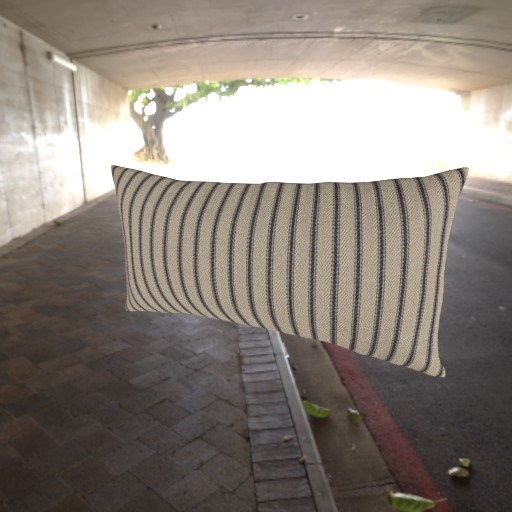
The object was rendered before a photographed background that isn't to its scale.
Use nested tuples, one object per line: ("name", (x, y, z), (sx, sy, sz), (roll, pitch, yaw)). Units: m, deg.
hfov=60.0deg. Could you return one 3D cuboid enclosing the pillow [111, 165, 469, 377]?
("pillow", (0.000, 0.000, 0.733), (0.609, 0.305, 0.151), (7, 16, 26))
